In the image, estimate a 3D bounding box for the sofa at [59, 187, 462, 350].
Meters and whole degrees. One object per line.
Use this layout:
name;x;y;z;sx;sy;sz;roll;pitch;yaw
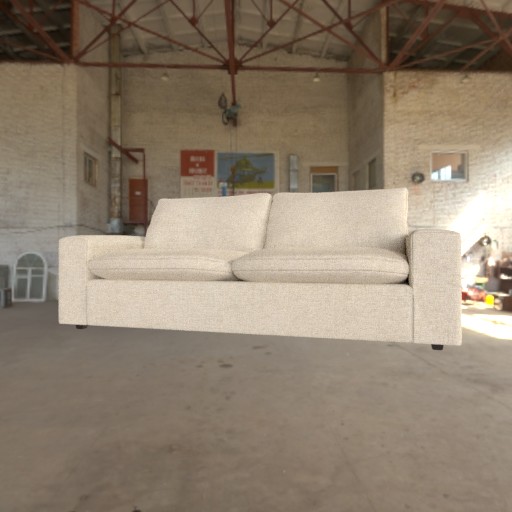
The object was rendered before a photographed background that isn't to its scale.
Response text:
sofa;0.000;0.000;2.837;2.299;0.922;1.040;0;0;18
